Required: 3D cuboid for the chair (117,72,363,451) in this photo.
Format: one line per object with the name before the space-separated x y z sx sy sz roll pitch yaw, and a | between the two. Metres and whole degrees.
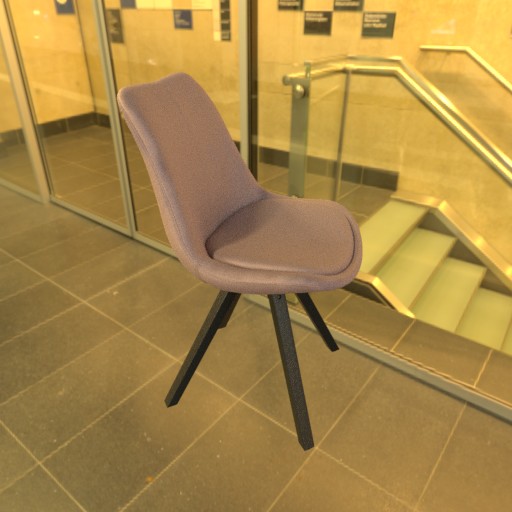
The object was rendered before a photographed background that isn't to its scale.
chair | 0.000 0.000 1.182 0.547 0.865 0.483 9 31 16
